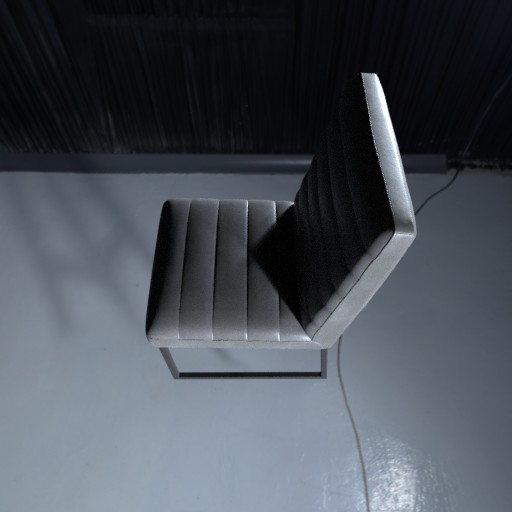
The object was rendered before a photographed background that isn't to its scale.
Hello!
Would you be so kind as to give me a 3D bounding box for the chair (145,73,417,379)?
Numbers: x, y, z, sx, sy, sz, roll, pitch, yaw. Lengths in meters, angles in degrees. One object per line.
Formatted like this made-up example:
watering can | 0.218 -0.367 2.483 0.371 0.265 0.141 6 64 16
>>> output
chair | 0.000 0.000 1.351 0.634 0.930 0.520 0 57 0
